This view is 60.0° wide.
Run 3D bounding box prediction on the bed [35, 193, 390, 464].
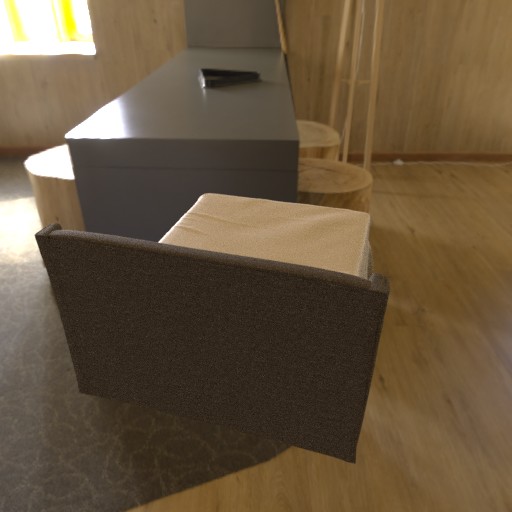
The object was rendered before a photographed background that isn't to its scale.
[{"bbox_3d":[0.000,0.000,3.465,1.925,1.332,2.276,9,33,14],"label":"bed"}]
